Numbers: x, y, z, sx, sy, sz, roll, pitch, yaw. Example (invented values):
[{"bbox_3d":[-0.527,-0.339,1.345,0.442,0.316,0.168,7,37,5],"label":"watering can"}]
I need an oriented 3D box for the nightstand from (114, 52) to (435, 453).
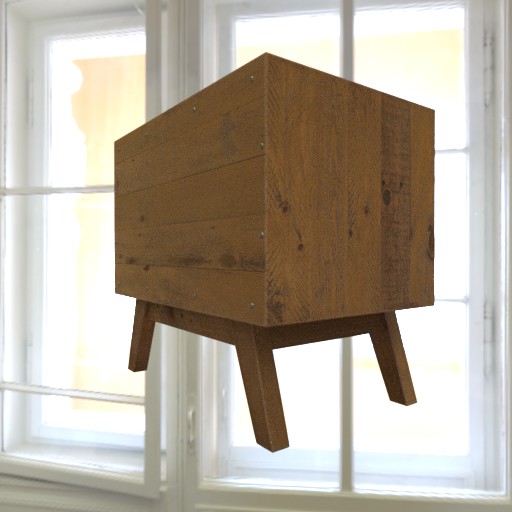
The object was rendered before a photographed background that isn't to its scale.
[{"bbox_3d":[0.000,0.000,1.038,0.450,0.599,0.650,0,1,-37],"label":"nightstand"}]
